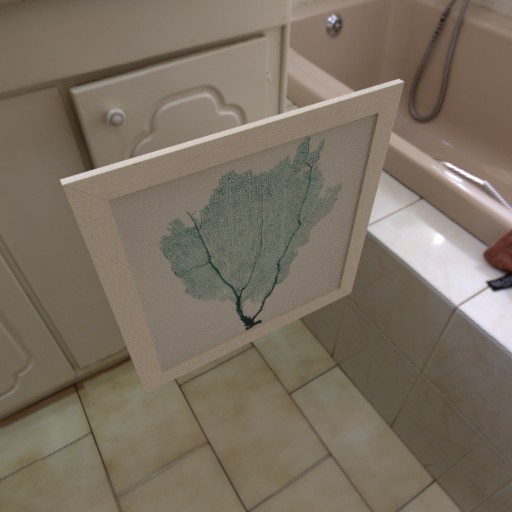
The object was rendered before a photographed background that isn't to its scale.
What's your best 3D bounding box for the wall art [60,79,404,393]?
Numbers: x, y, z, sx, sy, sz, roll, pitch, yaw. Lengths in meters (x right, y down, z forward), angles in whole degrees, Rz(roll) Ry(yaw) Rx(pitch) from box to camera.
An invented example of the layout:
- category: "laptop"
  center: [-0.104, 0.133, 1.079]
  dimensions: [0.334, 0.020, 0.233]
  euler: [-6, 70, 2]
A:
- category: "wall art"
  center: [0.000, 0.000, 0.871]
  dimensions: [0.572, 0.577, 0.015]
  euler: [-23, 51, -20]
